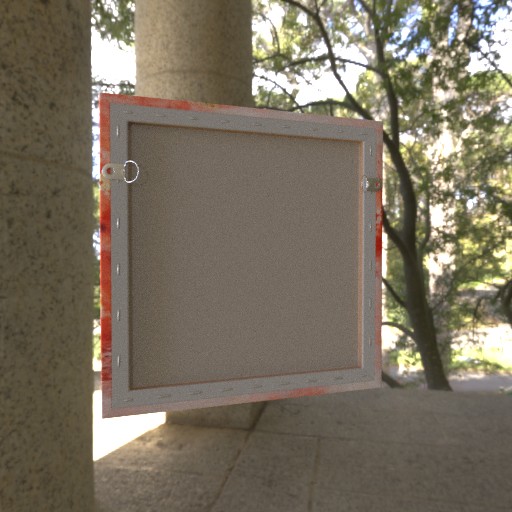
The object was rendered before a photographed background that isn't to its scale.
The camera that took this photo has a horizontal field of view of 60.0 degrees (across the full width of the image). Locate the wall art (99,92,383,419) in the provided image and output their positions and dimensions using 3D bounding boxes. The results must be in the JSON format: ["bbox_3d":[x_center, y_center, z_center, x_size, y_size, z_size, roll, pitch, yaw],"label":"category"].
[{"bbox_3d":[0.000,0.000,1.323,0.878,0.878,0.066,0,1,-18],"label":"wall art"}]
